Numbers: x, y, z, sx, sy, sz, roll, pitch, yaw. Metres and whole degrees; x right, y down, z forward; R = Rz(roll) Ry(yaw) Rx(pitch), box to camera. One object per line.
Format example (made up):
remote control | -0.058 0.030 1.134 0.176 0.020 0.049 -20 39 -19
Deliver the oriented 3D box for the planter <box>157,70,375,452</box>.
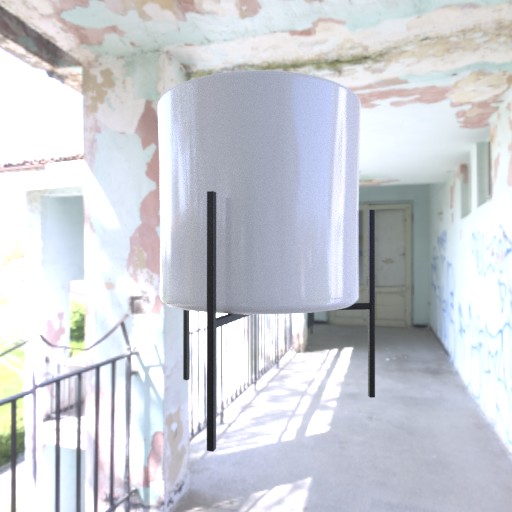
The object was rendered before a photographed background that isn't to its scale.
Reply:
planter | 0.000 0.000 0.715 0.360 0.480 0.361 0 0 18
